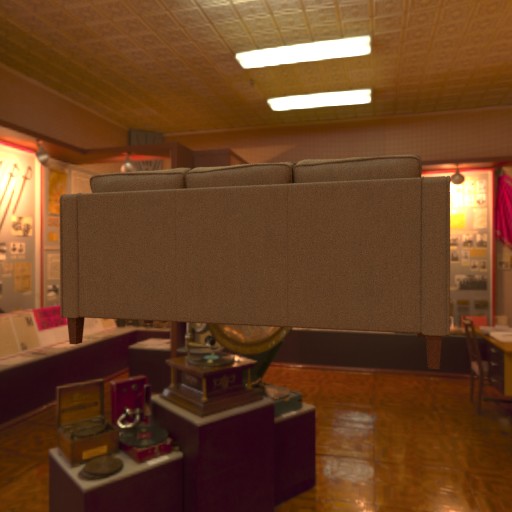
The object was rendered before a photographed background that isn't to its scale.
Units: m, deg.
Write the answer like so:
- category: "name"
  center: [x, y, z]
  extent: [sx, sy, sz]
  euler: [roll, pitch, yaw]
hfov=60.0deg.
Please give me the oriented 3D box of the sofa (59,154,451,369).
- category: "sofa"
  center: [0.000, 0.000, 2.581]
  extent: [1.986, 0.974, 0.911]
  euler: [0, 0, 17]
